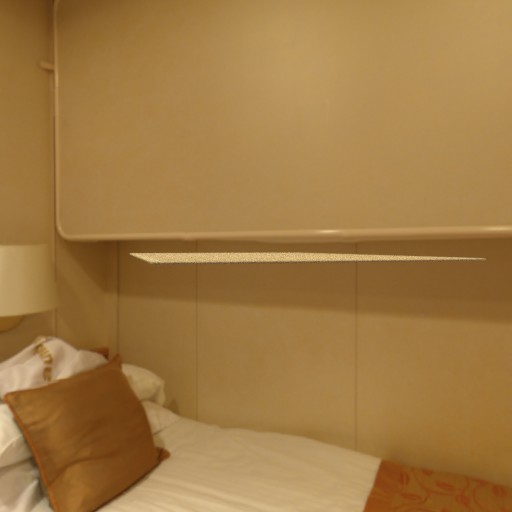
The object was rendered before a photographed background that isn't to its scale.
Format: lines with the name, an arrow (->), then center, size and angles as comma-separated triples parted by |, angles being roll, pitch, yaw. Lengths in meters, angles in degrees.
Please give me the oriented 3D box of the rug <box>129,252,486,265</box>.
rug -> 0.000, 0.000, 2.330 | 1.219, 0.010, 1.829 | 0, 1, -18
